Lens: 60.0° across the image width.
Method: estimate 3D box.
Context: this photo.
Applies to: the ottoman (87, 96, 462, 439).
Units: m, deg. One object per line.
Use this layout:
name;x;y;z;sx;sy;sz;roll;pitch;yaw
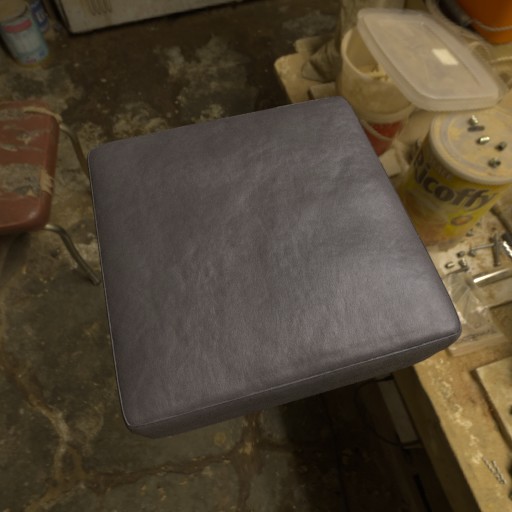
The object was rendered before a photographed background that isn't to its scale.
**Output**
ottoman;0.000;0.000;1.310;0.836;0.415;0.844;-14;64;-7
